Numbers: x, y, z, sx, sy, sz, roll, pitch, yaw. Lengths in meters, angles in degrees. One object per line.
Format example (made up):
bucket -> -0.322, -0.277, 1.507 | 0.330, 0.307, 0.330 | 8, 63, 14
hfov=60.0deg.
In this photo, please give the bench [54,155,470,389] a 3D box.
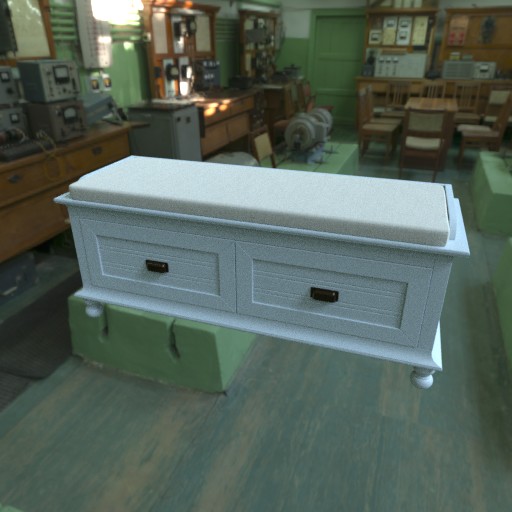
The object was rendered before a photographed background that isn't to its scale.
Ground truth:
bench -> 0.000, 0.000, 1.455 | 1.185, 0.486, 0.402 | 9, 28, 17
